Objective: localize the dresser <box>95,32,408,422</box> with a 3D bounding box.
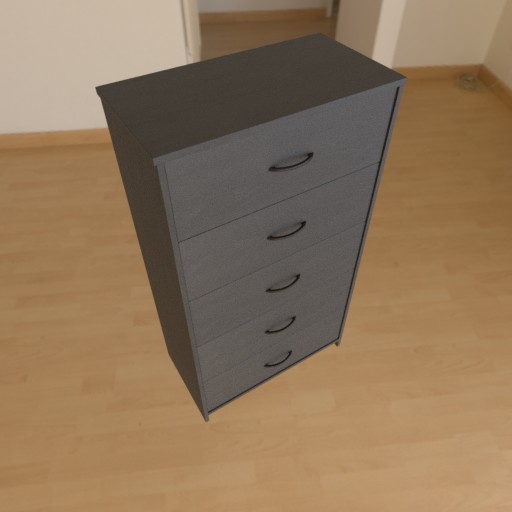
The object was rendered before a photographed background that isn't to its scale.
[{"bbox_3d":[0.000,0.000,1.571,0.704,1.255,0.399,-24,51,-21],"label":"dresser"}]
